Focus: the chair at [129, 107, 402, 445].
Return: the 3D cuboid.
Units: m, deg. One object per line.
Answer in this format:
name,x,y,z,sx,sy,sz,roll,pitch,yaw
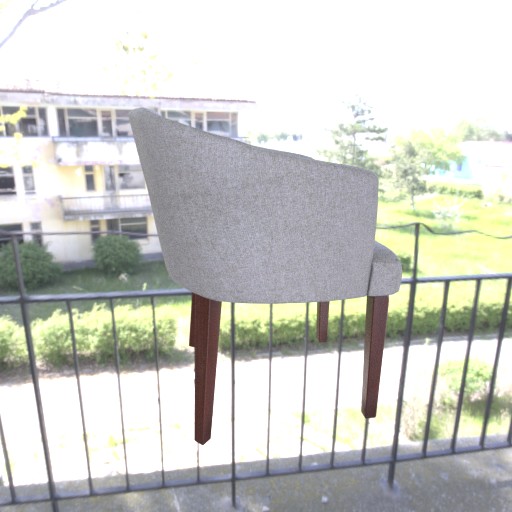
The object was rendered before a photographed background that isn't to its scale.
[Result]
chair,0.000,0.000,1.285,0.655,0.811,0.583,-3,16,-9
